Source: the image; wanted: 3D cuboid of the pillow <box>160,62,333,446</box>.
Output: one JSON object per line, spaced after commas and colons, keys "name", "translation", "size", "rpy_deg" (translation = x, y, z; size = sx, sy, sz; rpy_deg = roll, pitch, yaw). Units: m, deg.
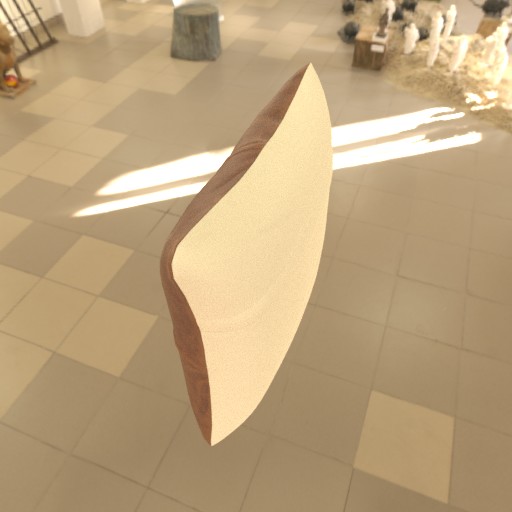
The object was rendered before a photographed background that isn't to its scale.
{"name": "pillow", "translation": [0.000, 0.000, 0.727], "size": [0.192, 0.470, 0.484], "rpy_deg": [15, 48, 14]}
